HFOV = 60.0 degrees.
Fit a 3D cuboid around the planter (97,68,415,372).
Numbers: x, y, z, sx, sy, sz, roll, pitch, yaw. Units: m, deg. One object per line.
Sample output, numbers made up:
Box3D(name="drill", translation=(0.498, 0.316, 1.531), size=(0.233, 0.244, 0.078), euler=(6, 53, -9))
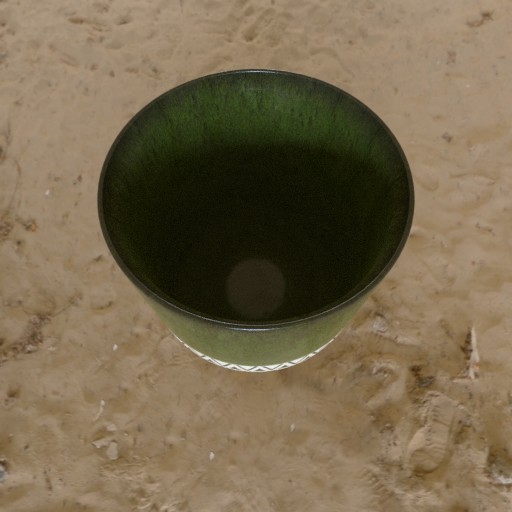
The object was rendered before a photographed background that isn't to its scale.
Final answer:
Box3D(name="planter", translation=(0.000, 0.000, 0.465), size=(0.245, 0.270, 0.245), euler=(0, 63, 0))
